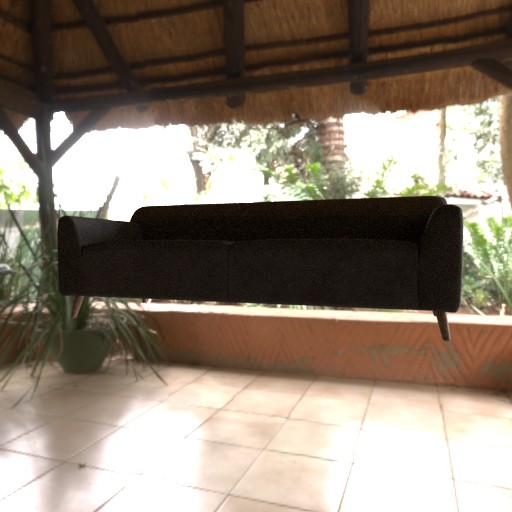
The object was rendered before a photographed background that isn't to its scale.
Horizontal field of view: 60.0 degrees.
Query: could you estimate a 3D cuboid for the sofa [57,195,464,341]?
[{"bbox_3d":[0.000,0.000,2.677,2.190,0.740,0.900,0,1,19],"label":"sofa"}]
